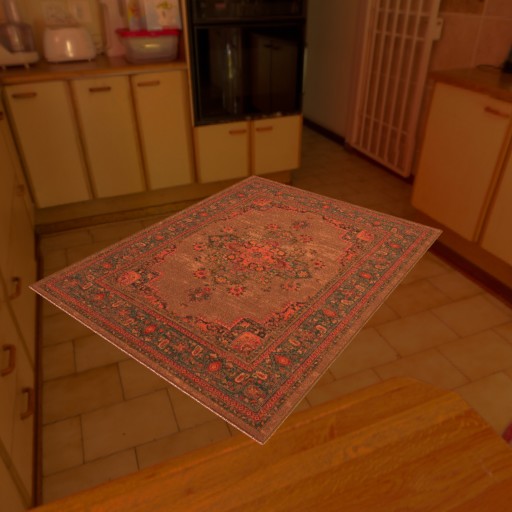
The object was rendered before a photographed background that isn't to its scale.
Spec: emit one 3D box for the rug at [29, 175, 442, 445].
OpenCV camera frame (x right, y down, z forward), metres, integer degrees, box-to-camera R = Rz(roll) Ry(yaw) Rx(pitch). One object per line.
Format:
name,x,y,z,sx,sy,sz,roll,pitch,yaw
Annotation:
rug,0.000,0.000,4.088,2.434,0.013,3.057,22,39,31
